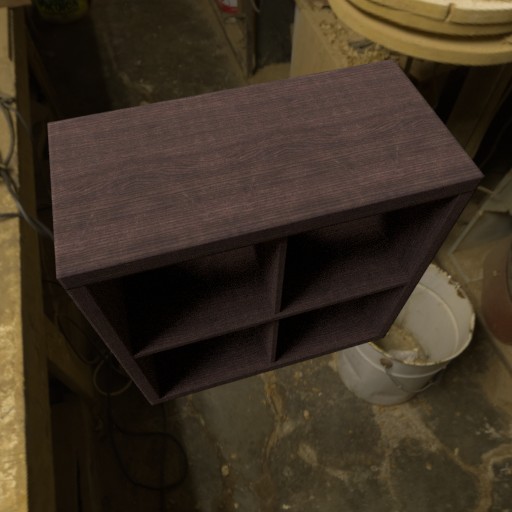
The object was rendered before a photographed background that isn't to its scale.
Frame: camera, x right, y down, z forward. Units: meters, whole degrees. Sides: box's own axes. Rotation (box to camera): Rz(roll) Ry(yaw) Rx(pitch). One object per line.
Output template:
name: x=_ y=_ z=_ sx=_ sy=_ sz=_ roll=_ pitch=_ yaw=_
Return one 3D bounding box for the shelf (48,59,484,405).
shelf: x=0.000 y=0.000 z=1.212 sx=0.790 sy=0.786 sz=0.390 roll=-14 pitch=58 yaw=-9
